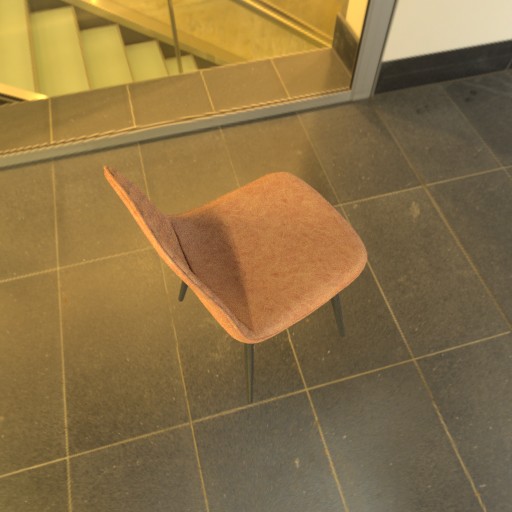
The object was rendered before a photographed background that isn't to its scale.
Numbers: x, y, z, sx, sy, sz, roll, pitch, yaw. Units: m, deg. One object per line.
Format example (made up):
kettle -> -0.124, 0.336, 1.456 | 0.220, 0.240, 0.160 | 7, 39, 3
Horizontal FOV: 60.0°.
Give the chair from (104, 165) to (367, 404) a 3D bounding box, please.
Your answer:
chair -> 0.000, 0.000, 1.237 | 0.561, 0.889, 0.472 | -31, 63, -17
